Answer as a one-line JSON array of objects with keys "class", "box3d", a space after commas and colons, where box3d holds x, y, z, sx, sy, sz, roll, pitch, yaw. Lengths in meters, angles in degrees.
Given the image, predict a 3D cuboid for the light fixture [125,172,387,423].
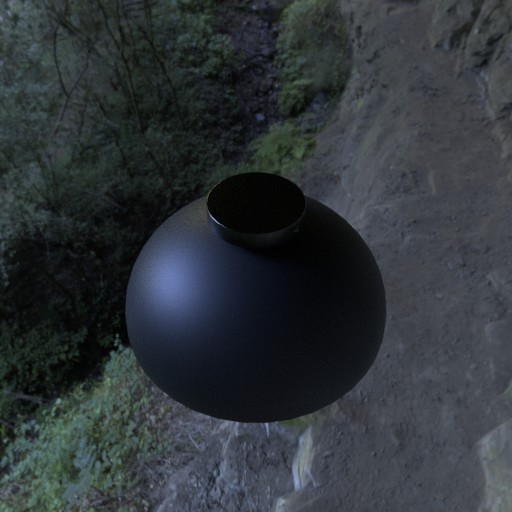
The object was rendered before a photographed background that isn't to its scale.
[{"class": "light fixture", "box3d": [0.000, 0.000, 0.560, 0.355, 0.177, 0.355, 0, 45, 0]}]
